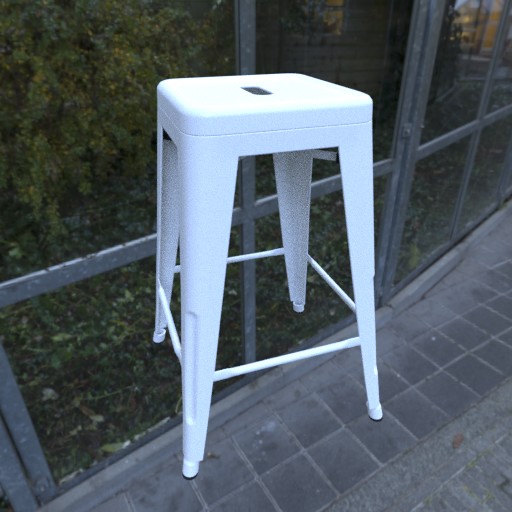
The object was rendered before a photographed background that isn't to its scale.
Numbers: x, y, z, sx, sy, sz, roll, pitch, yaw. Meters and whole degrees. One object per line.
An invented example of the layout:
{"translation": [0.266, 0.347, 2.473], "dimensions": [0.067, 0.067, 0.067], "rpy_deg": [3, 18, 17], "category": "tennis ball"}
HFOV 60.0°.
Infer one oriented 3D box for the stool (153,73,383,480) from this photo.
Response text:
{"translation": [0.000, 0.000, 0.845], "dimensions": [0.406, 0.610, 0.406], "rpy_deg": [-10, 31, -17], "category": "stool"}
